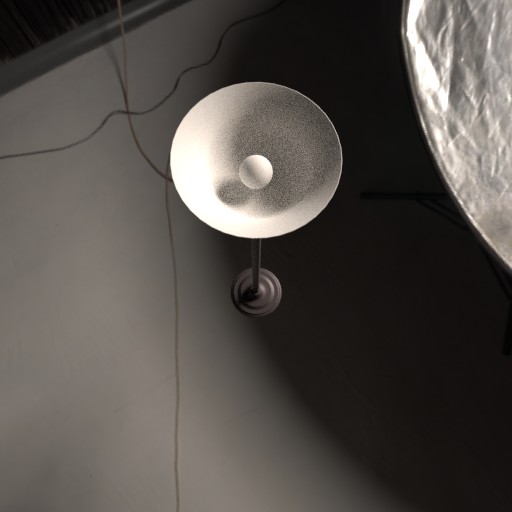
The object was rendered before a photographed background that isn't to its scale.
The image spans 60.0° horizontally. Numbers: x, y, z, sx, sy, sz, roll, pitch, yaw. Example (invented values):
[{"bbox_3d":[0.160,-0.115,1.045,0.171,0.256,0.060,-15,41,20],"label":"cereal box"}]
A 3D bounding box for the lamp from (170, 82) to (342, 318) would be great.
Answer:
[{"bbox_3d":[0.000,0.000,1.911,0.405,1.797,0.405,-32,77,-8],"label":"lamp"}]
